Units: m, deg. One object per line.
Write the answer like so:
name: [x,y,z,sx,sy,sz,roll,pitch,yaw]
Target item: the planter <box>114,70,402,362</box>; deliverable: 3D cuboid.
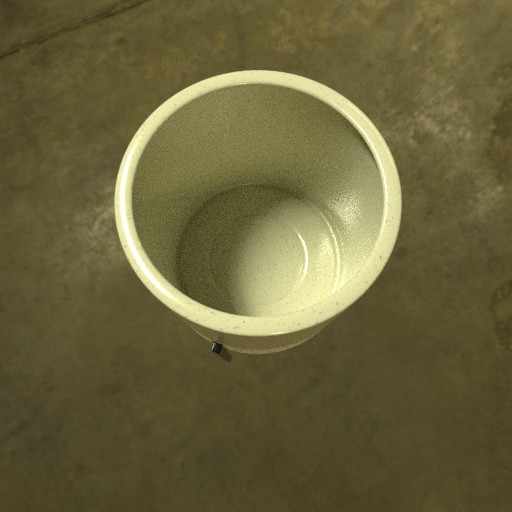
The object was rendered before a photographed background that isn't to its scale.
planter: [0.000,0.000,0.343,0.152,0.230,0.159,20,75,6]
